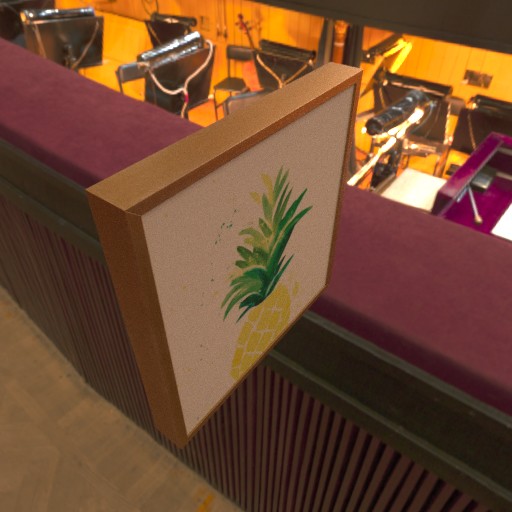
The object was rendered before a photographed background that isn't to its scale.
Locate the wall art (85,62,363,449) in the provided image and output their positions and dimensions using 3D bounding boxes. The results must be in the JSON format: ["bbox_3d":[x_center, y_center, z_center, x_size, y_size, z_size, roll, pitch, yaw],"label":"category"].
[{"bbox_3d":[0.000,0.000,0.462,0.038,0.305,0.306,27,48,27],"label":"wall art"}]
